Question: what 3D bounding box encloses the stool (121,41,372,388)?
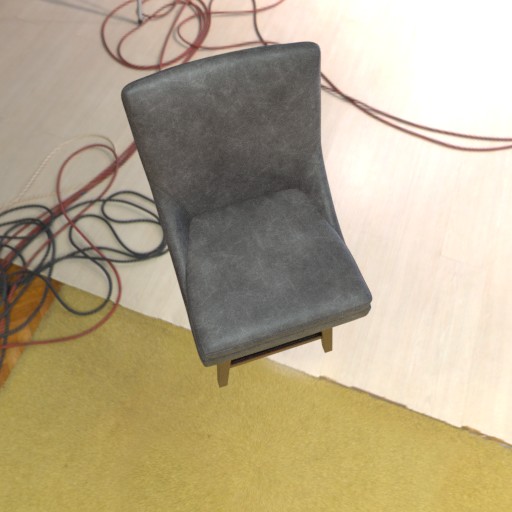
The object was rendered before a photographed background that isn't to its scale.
[{"bbox_3d":[0.000,0.000,1.374,0.492,1.046,0.587,-16,66,-8],"label":"stool"}]
